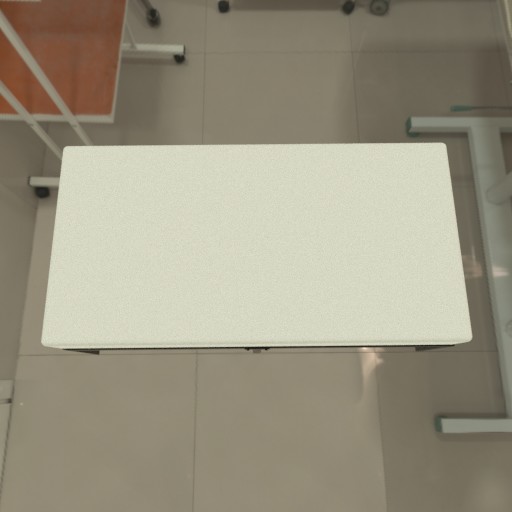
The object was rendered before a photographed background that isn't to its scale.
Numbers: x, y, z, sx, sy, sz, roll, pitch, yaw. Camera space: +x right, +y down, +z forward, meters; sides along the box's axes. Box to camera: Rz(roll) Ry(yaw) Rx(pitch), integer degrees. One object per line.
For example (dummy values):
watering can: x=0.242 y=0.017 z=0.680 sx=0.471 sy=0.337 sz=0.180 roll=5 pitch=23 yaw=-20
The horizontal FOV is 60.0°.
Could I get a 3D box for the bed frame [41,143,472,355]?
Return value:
bed frame: x=0.000 y=0.000 z=2.429 sx=1.950 sy=0.659 sz=1.023 roll=-1 pitch=75 yaw=0
